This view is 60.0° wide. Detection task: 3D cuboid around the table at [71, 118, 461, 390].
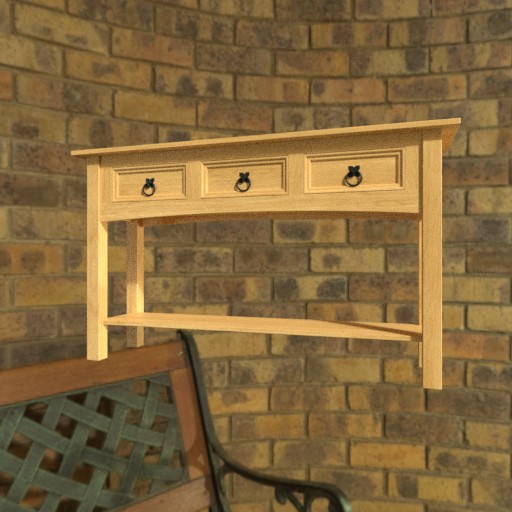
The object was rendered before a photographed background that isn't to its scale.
[{"bbox_3d":[0.000,0.000,1.519,1.240,0.730,0.350,0,0,18],"label":"table"}]
